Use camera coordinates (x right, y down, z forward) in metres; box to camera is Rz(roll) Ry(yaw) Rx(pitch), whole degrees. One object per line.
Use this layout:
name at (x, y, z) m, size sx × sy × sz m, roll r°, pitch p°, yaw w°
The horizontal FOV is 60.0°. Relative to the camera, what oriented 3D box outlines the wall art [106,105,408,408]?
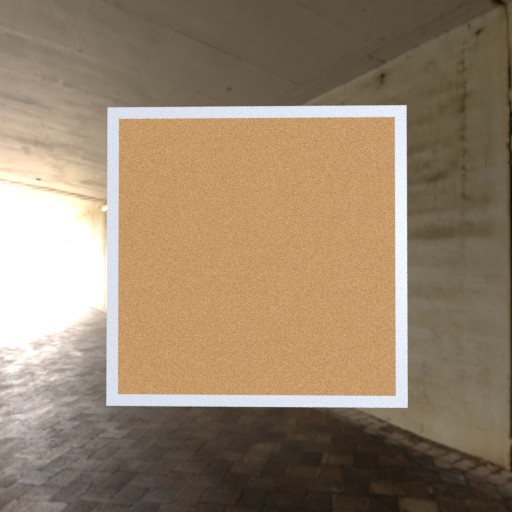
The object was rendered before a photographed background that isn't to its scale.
wall art at (0.000, 0.000, 1.205) m, size 0.812 × 0.813 × 0.013 m, roll 0°, pitch -1°, yaw 1°
